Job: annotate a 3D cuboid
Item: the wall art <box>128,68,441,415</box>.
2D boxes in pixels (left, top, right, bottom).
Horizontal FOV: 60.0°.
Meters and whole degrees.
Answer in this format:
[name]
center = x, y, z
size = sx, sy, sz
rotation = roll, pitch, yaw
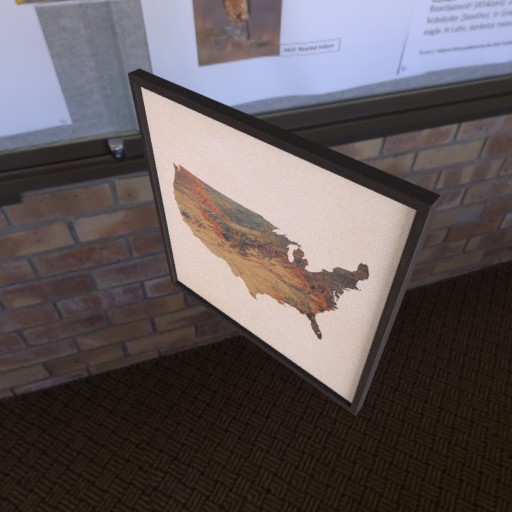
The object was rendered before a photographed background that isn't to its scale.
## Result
[wall art]
center = 0.000, 0.000, 0.461
size = 0.304, 0.303, 0.015
rotation = 31, 53, 27
